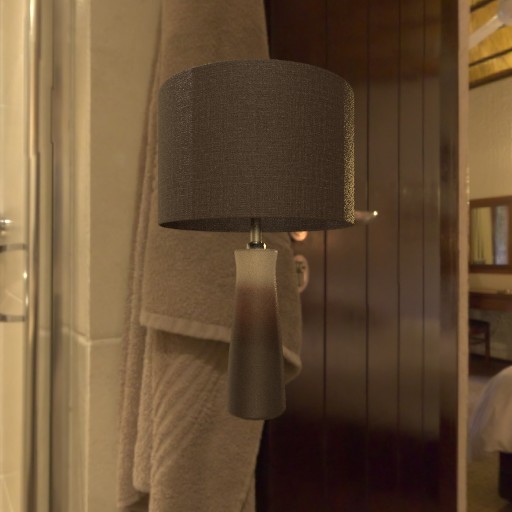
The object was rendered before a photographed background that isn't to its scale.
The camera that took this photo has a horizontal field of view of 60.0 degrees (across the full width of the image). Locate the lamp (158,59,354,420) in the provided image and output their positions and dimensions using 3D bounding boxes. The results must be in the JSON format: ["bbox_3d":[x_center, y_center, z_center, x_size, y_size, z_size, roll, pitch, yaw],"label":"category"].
[{"bbox_3d":[0.000,0.000,0.700,0.303,0.488,0.303,0,0,0],"label":"lamp"}]
